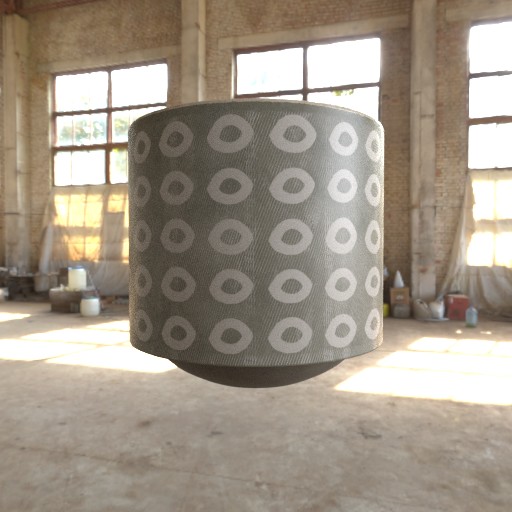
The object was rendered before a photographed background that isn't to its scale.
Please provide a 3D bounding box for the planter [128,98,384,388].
[{"bbox_3d":[0.000,0.000,0.453,0.250,0.239,0.250,0,1,0],"label":"planter"}]
